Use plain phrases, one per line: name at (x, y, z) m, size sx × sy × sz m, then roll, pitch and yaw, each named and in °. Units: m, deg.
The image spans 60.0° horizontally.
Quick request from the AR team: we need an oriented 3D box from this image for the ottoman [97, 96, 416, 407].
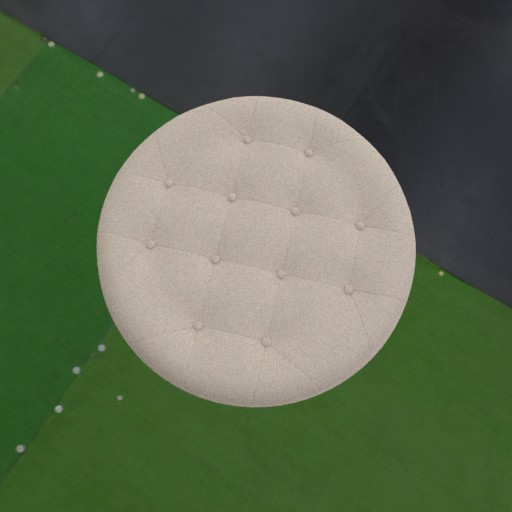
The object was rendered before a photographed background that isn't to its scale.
ottoman at (0.000, 0.000, 1.354) m, size 0.848 × 0.494 × 0.848 m, roll 0°, pitch 76°, yaw 0°
